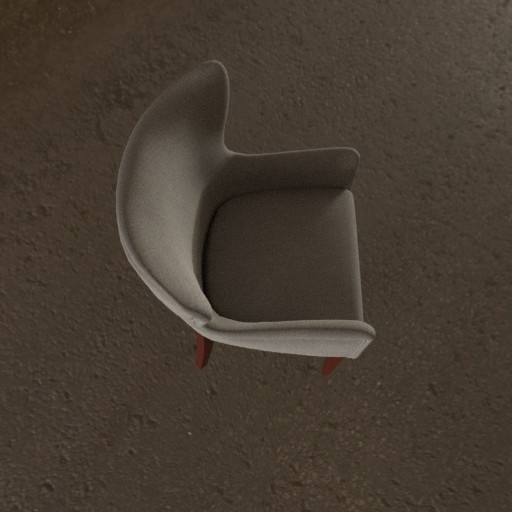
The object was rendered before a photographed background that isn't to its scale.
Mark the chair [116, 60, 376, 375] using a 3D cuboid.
[{"bbox_3d":[0.000,0.000,1.465,0.677,0.948,0.732,2,64,1],"label":"chair"}]
